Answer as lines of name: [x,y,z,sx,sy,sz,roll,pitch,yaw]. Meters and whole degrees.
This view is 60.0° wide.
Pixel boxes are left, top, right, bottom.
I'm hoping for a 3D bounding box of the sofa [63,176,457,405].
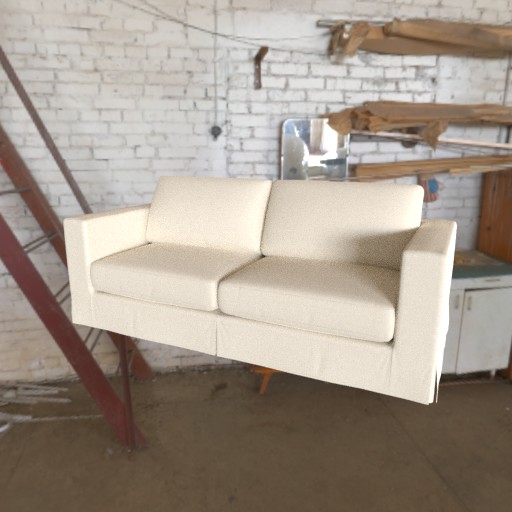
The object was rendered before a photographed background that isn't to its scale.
sofa: [0.000,0.000,2.656,2.163,0.881,0.954,7,15,25]
